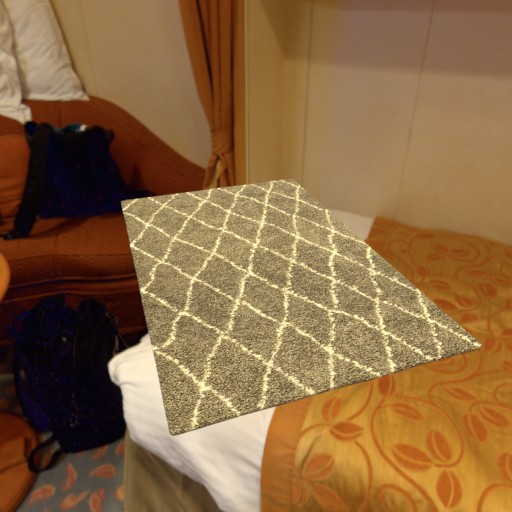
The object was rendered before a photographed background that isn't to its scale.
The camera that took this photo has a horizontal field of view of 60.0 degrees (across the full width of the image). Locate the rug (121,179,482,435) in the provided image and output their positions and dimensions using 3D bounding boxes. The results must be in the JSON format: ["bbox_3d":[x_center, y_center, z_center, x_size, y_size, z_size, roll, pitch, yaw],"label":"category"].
[{"bbox_3d":[0.000,0.000,3.372,1.778,0.030,2.743,-10,33,-16],"label":"rug"}]
